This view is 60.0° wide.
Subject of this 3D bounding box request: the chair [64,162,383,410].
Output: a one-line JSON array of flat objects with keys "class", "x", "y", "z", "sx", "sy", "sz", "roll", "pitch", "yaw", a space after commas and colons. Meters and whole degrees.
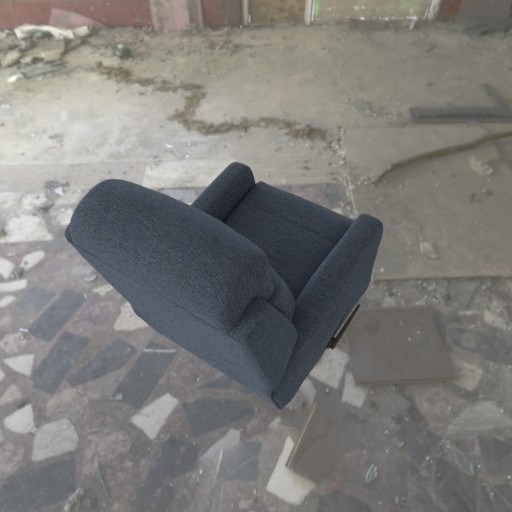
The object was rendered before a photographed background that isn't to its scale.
[{"class": "chair", "x": 0.000, "y": 0.000, "z": 1.725, "sx": 0.798, "sy": 1.013, "sz": 1.043, "roll": 26, "pitch": 53, "yaw": 22}]
